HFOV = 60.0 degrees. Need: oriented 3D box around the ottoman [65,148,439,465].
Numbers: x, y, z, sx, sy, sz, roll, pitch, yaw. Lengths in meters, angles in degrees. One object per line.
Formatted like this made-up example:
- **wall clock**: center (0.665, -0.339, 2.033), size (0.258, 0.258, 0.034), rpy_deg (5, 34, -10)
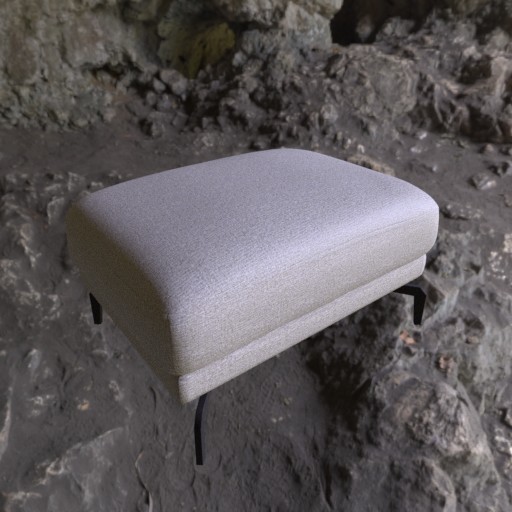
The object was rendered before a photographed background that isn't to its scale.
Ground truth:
- **ottoman**: center (0.000, 0.000, 1.108), size (0.772, 0.420, 0.568), rpy_deg (-21, 36, -32)
